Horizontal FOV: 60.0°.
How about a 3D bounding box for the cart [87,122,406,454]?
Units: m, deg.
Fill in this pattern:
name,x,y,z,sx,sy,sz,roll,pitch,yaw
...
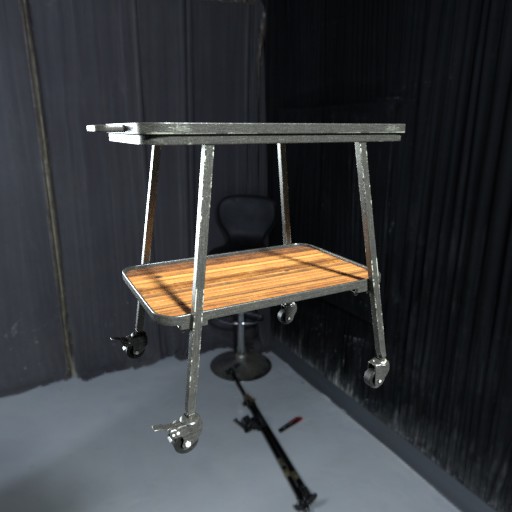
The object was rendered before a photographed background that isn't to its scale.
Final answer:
name,x,y,z,sx,sy,sz,roll,pitch,yaw
cart,0.000,0.000,1.227,0.806,0.700,0.515,-8,18,-27
